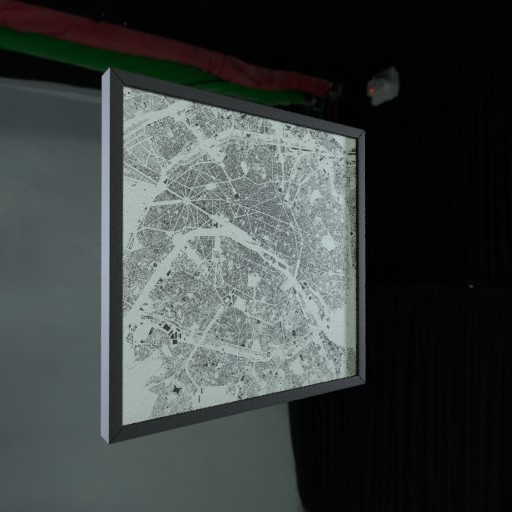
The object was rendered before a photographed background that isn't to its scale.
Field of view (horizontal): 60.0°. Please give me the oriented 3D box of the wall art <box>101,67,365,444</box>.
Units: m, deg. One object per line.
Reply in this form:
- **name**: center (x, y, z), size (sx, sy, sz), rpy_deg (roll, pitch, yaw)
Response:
- **wall art**: center (0.000, 0.000, 0.756), size (0.508, 0.508, 0.037), rpy_deg (0, -1, -35)
